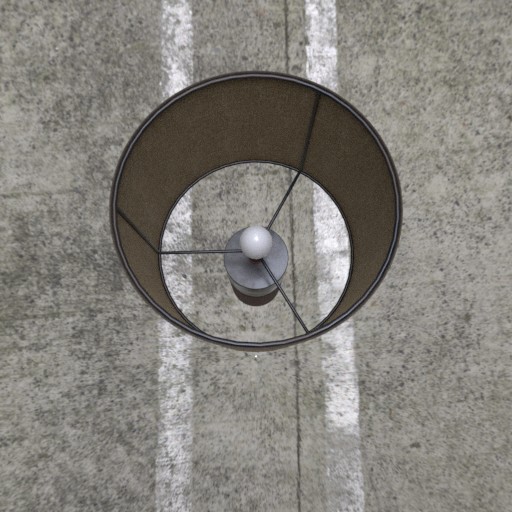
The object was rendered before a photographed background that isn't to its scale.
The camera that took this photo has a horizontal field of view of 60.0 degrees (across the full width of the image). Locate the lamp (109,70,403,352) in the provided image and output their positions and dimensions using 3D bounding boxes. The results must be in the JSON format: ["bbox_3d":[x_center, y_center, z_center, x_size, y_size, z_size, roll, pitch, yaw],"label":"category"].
[{"bbox_3d":[0.000,0.000,0.475,0.202,0.350,0.202,0,77,0],"label":"lamp"}]
